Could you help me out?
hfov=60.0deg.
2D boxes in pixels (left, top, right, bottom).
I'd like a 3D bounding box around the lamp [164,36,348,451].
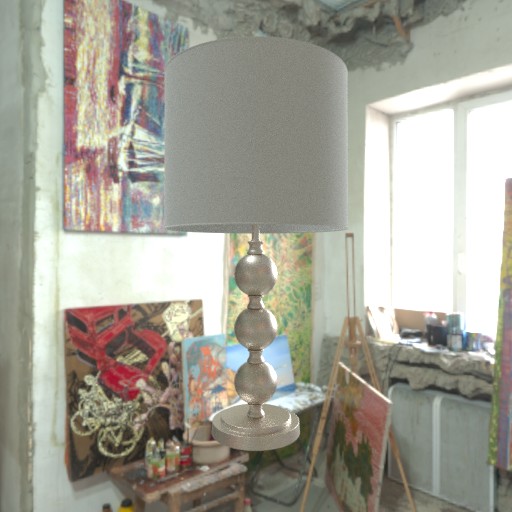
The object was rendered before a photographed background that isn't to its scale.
[{"bbox_3d":[0.000,0.000,0.679,0.277,0.538,0.277,0,0,18],"label":"lamp"}]
